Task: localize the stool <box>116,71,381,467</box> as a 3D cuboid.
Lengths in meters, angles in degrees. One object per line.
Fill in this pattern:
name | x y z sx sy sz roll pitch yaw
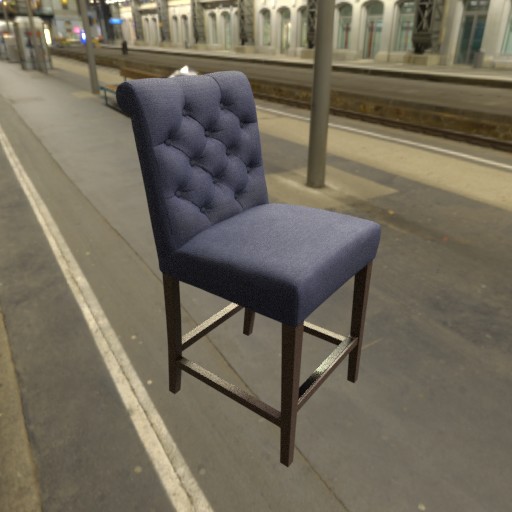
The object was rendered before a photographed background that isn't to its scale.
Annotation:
stool | 0.000 0.000 1.359 0.601 1.010 0.493 19 32 33
